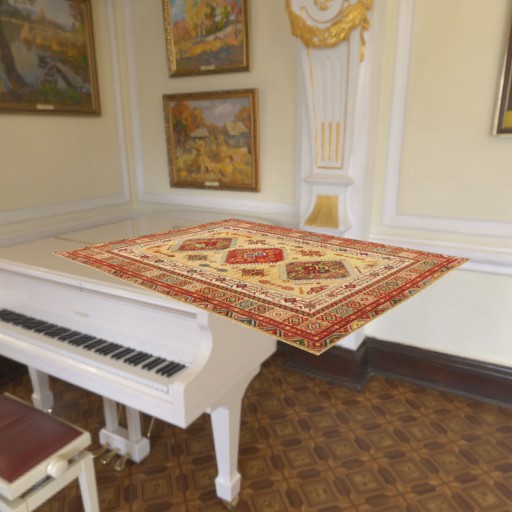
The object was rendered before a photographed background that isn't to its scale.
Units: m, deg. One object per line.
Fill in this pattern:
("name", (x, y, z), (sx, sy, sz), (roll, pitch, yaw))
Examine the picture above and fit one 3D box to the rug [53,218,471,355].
("rug", (0.000, 0.000, 4.137), (3.067, 0.005, 2.460), (13, 20, 40))
